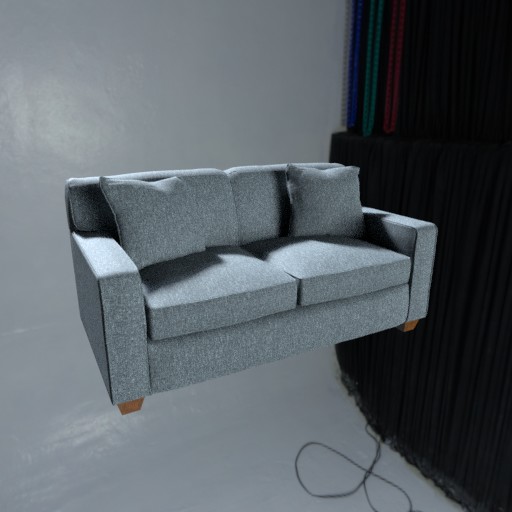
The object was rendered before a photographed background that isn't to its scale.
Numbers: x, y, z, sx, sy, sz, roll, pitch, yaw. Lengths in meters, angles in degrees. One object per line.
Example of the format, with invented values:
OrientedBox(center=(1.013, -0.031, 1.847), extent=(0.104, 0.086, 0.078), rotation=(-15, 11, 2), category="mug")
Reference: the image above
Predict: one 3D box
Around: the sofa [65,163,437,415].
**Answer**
OrientedBox(center=(0.000, 0.000, 2.506), extent=(1.846, 0.958, 0.998), rotation=(-9, 19, -27), category="sofa")
